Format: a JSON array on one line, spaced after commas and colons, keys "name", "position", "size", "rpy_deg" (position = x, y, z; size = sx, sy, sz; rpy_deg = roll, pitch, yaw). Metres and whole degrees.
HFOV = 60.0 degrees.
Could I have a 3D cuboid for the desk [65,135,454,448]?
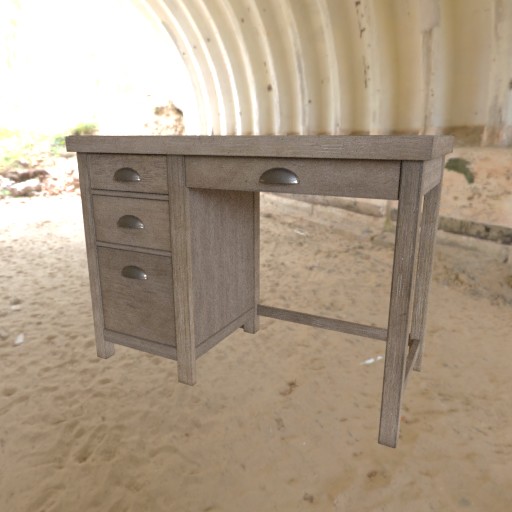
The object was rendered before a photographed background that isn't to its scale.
[{"name": "desk", "position": [0.000, 0.000, 1.738], "size": [1.289, 0.912, 0.610], "rpy_deg": [8, 17, 27]}]
